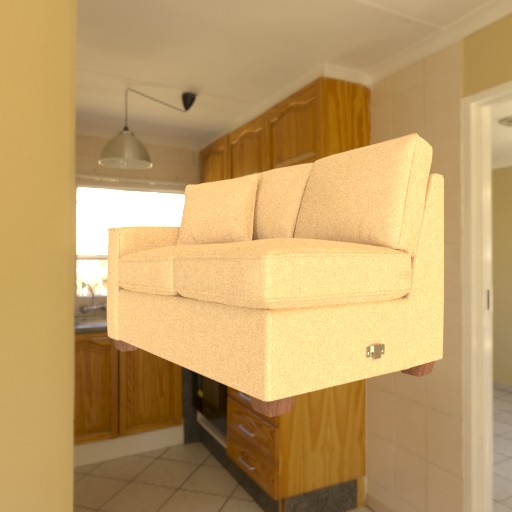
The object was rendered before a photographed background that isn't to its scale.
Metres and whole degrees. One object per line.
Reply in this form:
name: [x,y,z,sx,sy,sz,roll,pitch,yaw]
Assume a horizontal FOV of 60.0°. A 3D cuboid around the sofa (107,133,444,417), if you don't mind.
sofa: [0.000,0.000,2.099,0.991,0.989,1.388,0,0,-37]
